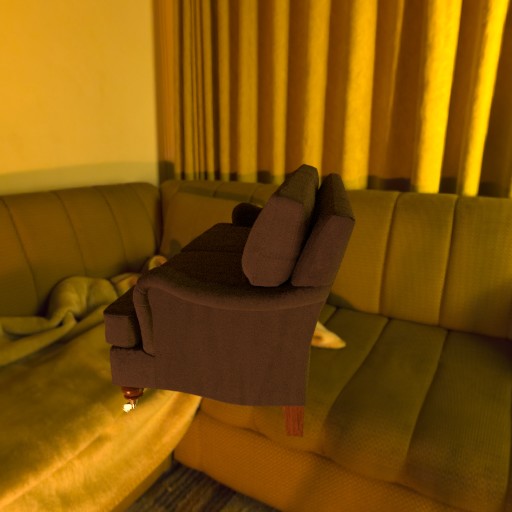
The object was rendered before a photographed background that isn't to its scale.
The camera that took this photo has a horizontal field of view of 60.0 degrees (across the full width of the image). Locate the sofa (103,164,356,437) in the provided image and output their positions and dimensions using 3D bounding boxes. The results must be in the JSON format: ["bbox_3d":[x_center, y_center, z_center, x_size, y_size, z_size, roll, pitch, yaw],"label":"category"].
[{"bbox_3d":[0.000,0.000,2.846,1.086,1.087,2.165,2,15,9],"label":"sofa"}]
